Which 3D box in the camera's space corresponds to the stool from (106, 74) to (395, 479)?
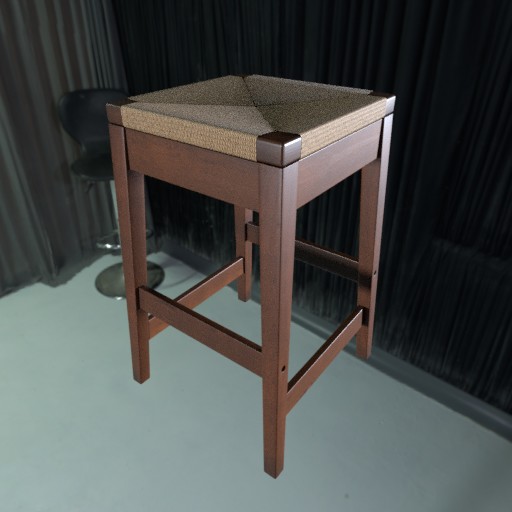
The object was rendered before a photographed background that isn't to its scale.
[{"bbox_3d":[0.000,0.000,1.108,0.497,0.762,0.507,22,38,31],"label":"stool"}]
